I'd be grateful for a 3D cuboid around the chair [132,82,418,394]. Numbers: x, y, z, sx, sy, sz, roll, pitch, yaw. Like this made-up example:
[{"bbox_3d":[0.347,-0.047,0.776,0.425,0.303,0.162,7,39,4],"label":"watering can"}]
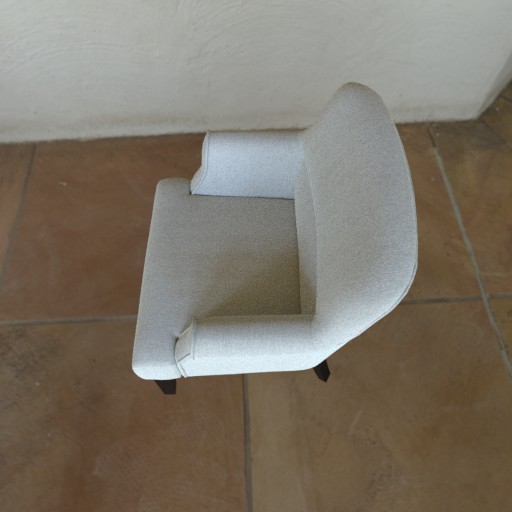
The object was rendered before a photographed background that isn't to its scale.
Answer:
[{"bbox_3d":[0.000,0.000,1.440,0.750,0.875,0.781,0,60,0],"label":"chair"}]
